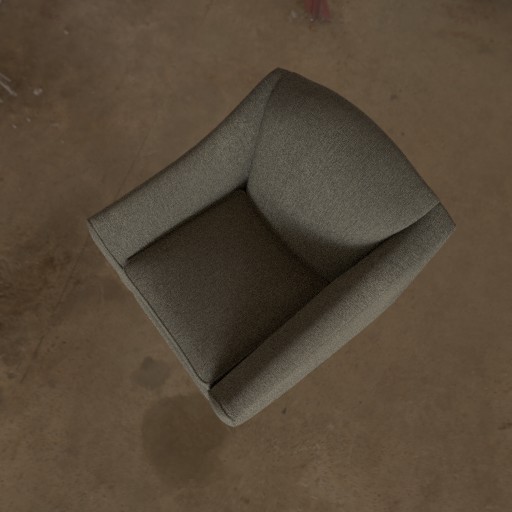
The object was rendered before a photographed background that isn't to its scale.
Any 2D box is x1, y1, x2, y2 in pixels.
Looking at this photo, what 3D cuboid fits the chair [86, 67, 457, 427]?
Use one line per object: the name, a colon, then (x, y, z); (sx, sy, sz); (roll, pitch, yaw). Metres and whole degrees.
chair: (0.000, 0.000, 1.460); (0.787, 0.839, 0.763); (-35, 69, -15)
